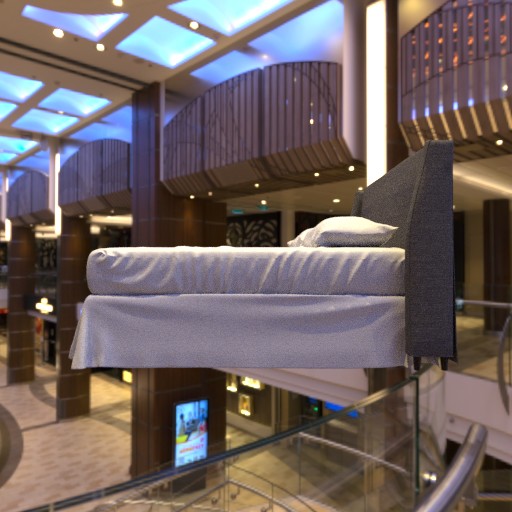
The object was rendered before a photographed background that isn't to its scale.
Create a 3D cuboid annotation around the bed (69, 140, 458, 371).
[{"bbox_3d":[0.000,0.000,3.438,2.276,1.332,1.925,0,-1,0],"label":"bed"}]
